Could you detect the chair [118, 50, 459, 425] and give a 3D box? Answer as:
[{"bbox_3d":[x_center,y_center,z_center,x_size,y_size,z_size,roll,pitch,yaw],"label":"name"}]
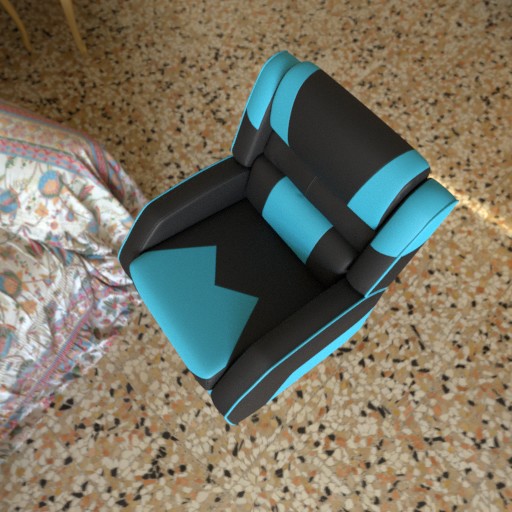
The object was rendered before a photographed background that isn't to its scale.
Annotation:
[{"bbox_3d":[0.000,0.000,1.303,0.672,0.805,0.620,-33,67,-16],"label":"chair"}]
